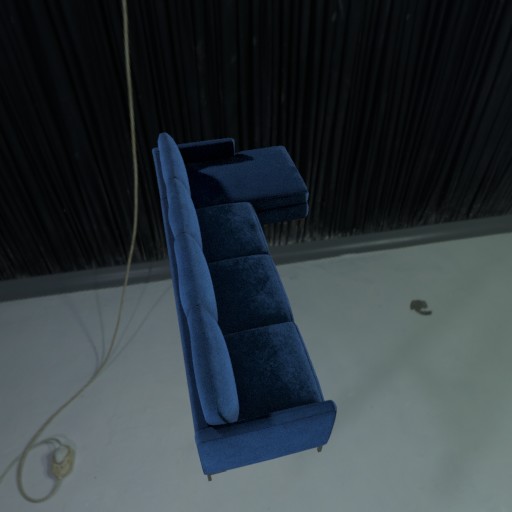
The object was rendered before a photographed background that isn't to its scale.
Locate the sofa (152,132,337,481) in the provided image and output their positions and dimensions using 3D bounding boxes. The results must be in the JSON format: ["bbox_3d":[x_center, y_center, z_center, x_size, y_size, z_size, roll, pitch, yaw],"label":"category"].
[{"bbox_3d":[0.000,0.000,3.519,1.350,0.810,2.932,-10,47,-9],"label":"sofa"}]
